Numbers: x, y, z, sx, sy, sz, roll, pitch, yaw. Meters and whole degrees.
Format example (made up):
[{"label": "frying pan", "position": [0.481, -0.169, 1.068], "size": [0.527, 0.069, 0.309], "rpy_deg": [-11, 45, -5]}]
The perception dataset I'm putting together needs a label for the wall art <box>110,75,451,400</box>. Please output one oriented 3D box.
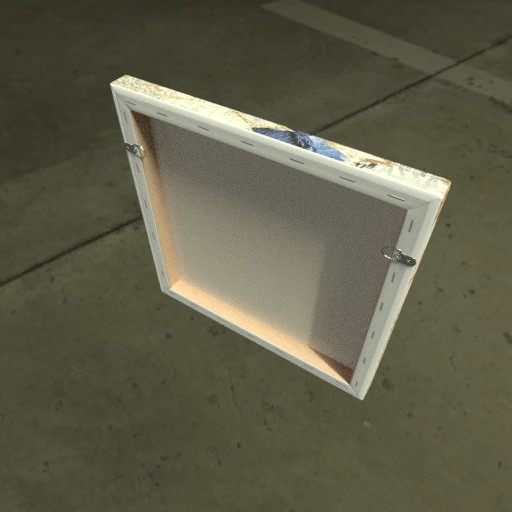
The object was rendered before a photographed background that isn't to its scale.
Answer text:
[{"label": "wall art", "position": [0.000, 0.000, 0.773], "size": [0.507, 0.508, 0.038], "rpy_deg": [25, 52, 21]}]
